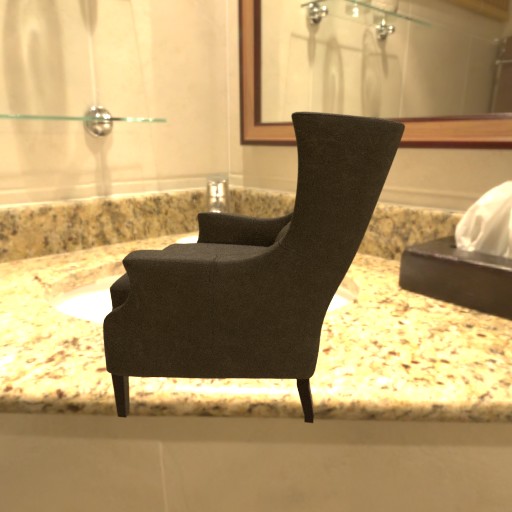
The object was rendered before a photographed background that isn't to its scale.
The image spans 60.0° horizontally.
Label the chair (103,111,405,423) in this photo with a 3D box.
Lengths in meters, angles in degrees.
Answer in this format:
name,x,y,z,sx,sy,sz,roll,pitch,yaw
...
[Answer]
name,x,y,z,sx,sy,sz,roll,pitch,yaw
chair,0.000,0.000,1.691,0.926,1.016,0.853,3,16,10
